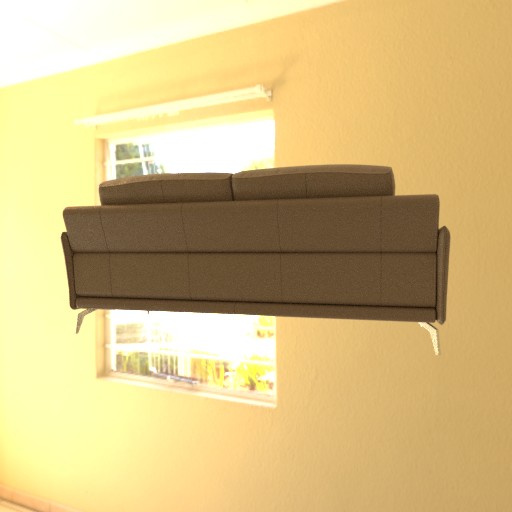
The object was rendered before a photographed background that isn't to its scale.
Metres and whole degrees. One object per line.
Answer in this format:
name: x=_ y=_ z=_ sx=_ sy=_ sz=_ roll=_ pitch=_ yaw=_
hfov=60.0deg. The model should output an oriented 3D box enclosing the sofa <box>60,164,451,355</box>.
sofa: x=0.000 y=0.000 z=2.747 sx=2.101 sy=0.930 sz=1.049 roll=0 pitch=0 yaw=16
